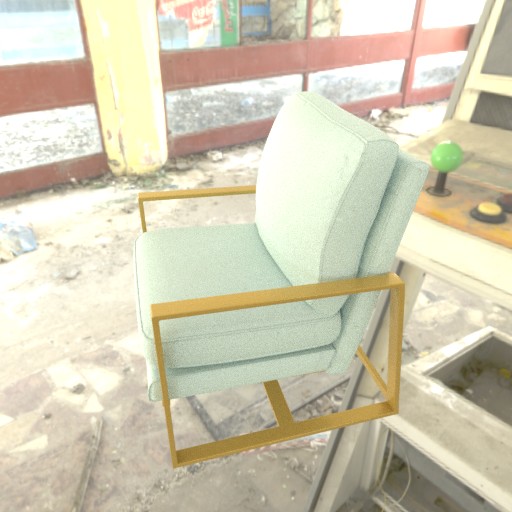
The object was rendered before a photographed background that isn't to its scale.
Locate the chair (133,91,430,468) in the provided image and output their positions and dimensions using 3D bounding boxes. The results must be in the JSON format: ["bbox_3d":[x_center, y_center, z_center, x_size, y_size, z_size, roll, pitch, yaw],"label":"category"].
[{"bbox_3d":[0.000,0.000,1.493,0.813,0.956,0.758,-8,32,-13],"label":"chair"}]
